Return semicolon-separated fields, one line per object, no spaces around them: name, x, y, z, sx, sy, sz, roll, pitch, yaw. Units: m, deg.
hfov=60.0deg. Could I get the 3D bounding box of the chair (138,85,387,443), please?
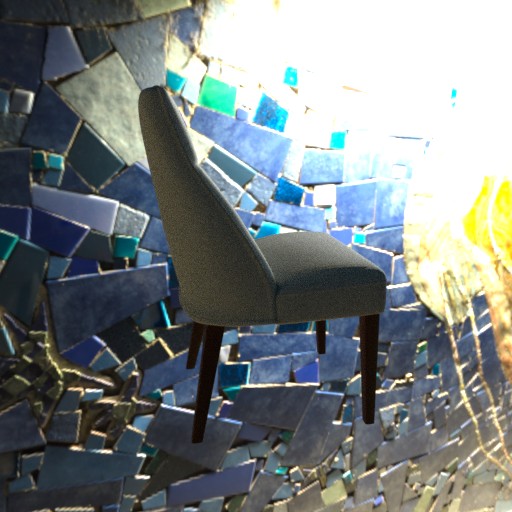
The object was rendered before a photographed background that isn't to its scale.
chair;0.000;0.000;1.323;0.620;0.930;0.500;-3;16;-10
